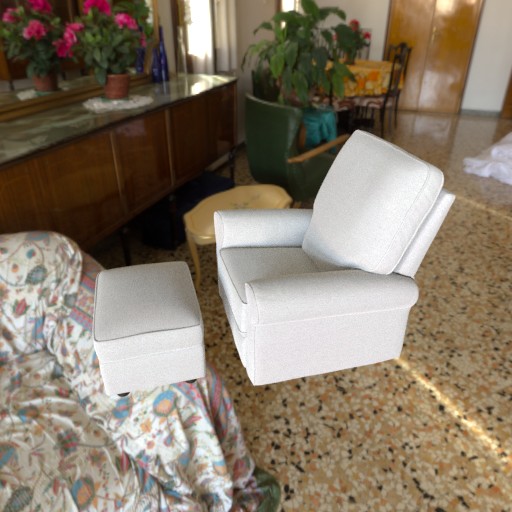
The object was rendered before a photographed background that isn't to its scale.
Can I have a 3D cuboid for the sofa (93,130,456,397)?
[{"bbox_3d":[0.000,0.000,2.049,1.478,0.959,0.880,-8,31,-13],"label":"sofa"}]
